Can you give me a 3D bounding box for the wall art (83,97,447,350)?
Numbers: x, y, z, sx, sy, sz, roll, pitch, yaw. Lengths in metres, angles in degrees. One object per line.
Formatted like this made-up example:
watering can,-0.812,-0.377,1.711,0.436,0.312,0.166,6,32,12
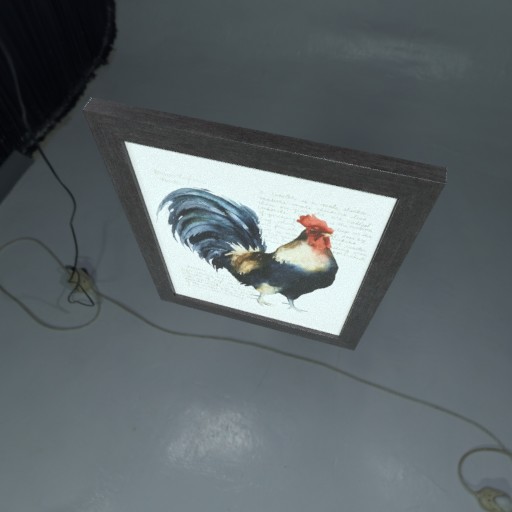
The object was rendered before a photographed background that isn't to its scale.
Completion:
wall art,0.000,0.000,0.817,0.479,0.580,0.027,13,59,8
